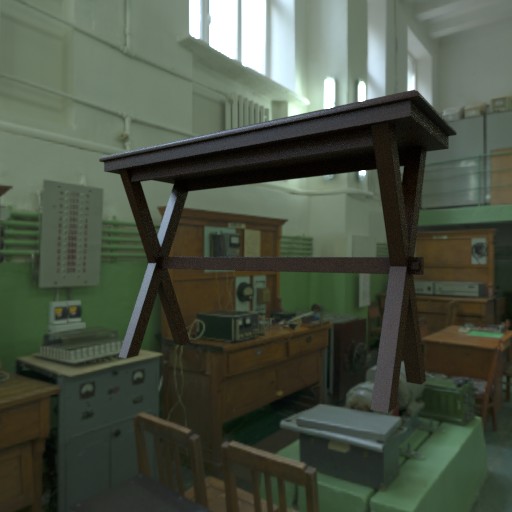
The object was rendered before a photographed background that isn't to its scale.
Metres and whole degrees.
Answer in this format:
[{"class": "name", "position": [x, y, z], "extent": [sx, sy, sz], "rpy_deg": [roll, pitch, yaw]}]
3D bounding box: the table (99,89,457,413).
[{"class": "table", "position": [0.000, 0.000, 1.519], "extent": [1.197, 0.763, 0.399], "rpy_deg": [0, 0, 36]}]
